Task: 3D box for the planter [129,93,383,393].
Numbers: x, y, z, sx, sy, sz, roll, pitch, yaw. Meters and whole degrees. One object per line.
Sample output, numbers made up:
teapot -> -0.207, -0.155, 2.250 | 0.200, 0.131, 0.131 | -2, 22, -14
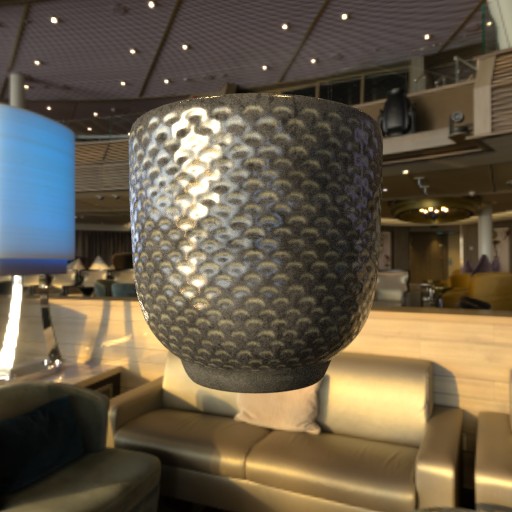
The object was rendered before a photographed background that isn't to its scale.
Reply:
planter -> 0.000, 0.000, 0.356 | 0.197, 0.191, 0.197 | 0, -1, 0
